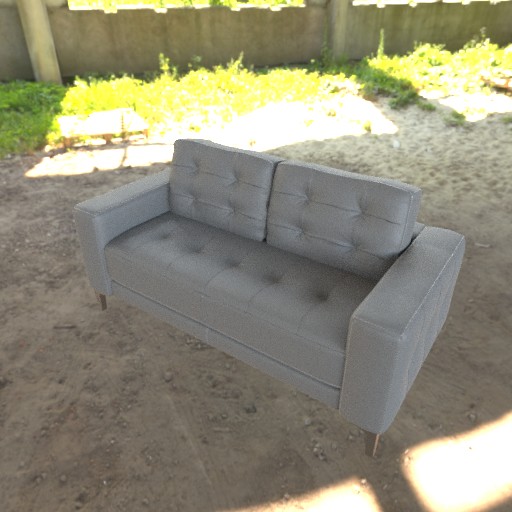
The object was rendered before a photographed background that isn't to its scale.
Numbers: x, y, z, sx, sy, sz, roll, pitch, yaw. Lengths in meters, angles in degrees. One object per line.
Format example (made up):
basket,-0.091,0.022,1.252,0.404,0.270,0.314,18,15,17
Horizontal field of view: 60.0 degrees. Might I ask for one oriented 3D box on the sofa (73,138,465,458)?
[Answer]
sofa,0.000,0.000,2.169,1.726,0.892,0.833,20,36,30
